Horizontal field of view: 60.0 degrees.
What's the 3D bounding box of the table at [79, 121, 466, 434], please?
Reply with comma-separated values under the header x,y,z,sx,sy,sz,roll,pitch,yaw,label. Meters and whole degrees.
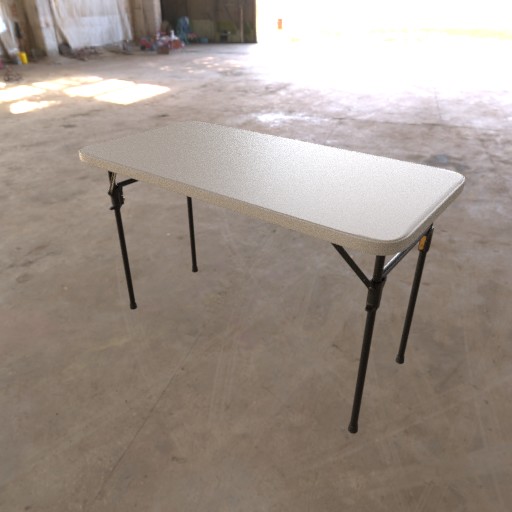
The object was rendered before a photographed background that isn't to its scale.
x,y,z,sx,sy,sz,roll,pitch,yaw,label
0.000,0.000,1.659,1.219,0.729,0.610,21,36,32,table
